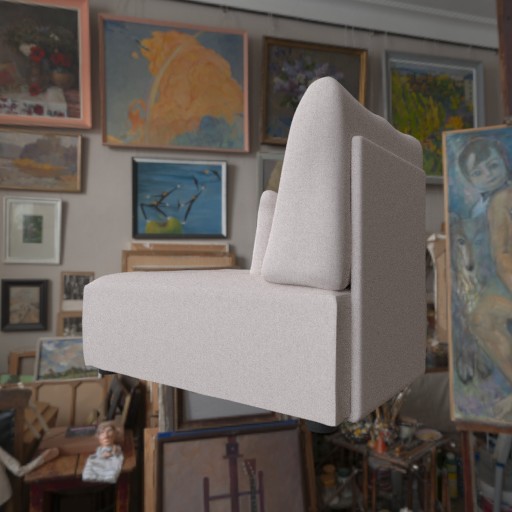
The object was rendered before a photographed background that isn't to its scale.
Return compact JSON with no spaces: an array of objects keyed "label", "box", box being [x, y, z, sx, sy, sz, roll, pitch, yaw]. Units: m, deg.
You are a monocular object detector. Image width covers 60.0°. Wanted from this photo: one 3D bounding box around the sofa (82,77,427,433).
[{"label":"sofa","box":[0.000,0.000,1.537,1.000,0.820,0.700,0,-1,37]}]
